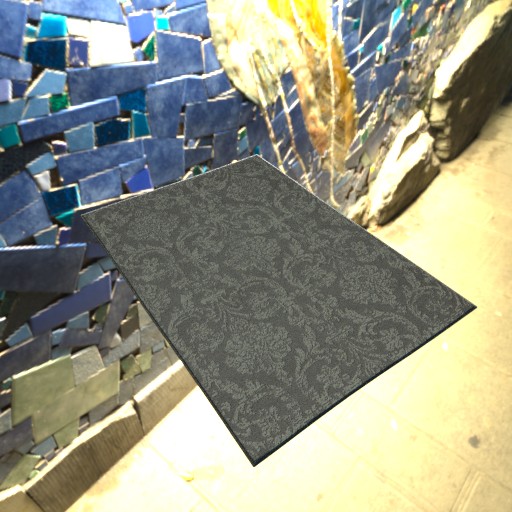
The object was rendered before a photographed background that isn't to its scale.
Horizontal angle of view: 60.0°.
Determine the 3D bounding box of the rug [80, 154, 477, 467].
[{"bbox_3d":[0.000,0.000,2.893,1.578,0.014,2.206,-25,47,-26],"label":"rug"}]
